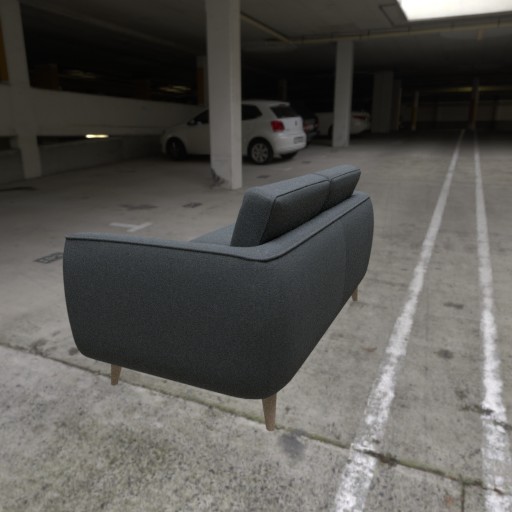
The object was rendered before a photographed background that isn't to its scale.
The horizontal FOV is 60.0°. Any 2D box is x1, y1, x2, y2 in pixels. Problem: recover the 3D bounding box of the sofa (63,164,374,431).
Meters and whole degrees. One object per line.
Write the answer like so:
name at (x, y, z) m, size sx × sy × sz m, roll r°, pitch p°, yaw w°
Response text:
sofa at (0.000, 0.000, 2.240) m, size 0.920 × 0.850 × 1.700 m, roll 7°, pitch 17°, yaw 24°
